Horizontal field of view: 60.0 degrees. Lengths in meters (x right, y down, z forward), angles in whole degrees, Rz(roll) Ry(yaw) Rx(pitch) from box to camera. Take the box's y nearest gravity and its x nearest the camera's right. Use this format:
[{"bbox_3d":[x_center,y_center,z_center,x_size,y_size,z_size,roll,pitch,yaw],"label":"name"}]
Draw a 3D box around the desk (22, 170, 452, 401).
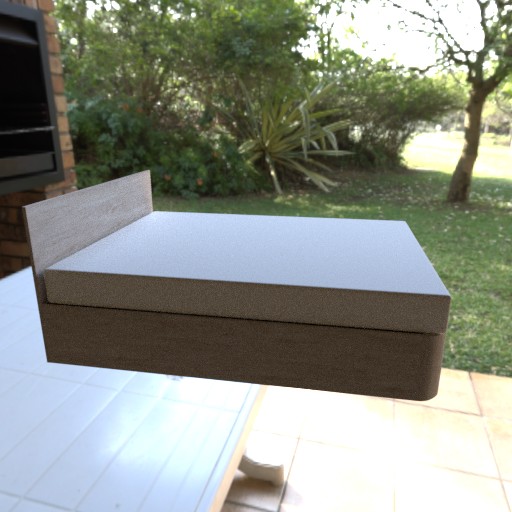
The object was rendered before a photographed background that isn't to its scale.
[{"bbox_3d":[0.000,0.000,2.621,1.900,0.800,1.400,3,18,10],"label":"desk"}]
